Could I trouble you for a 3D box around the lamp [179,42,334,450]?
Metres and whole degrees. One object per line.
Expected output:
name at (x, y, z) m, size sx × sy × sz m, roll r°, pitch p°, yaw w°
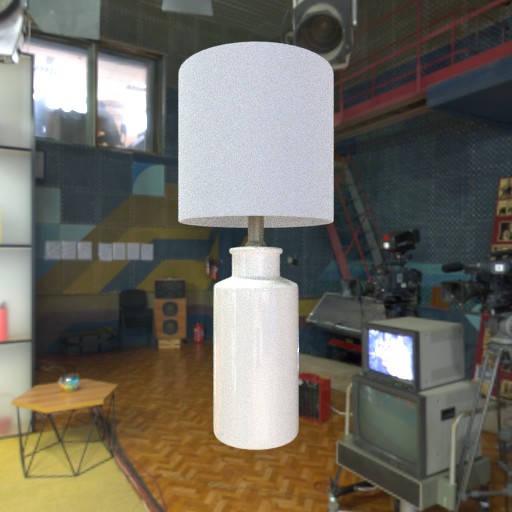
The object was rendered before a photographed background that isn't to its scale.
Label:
lamp at (0.000, 0.000, 0.615) m, size 0.212 × 0.493 × 0.212 m, roll 0°, pitch 0°, yaw 19°
